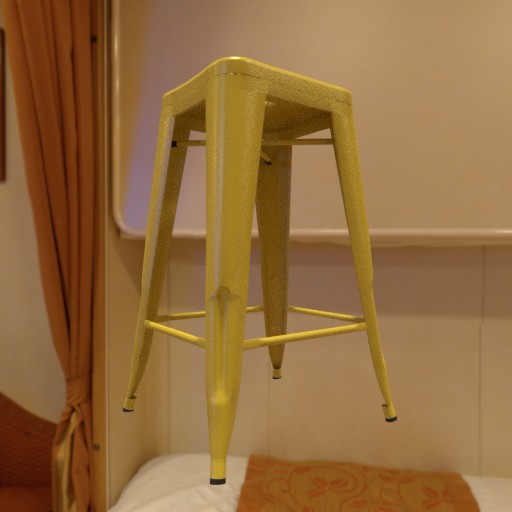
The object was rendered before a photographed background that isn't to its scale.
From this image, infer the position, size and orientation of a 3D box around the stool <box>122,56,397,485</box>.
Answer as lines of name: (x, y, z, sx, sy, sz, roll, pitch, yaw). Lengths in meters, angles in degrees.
stool: (0.000, 0.000, 0.841, 0.399, 0.609, 0.359, -1, 1, -37)
